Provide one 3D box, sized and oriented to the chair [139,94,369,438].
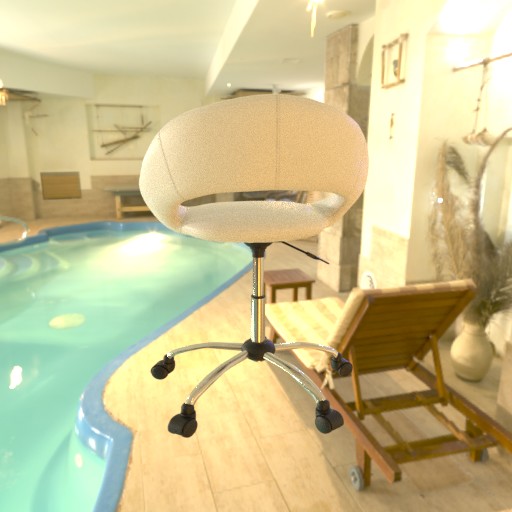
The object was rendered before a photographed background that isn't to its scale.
[{"bbox_3d":[0.000,0.000,1.215,0.612,0.791,0.538,-3,14,-11],"label":"chair"}]
